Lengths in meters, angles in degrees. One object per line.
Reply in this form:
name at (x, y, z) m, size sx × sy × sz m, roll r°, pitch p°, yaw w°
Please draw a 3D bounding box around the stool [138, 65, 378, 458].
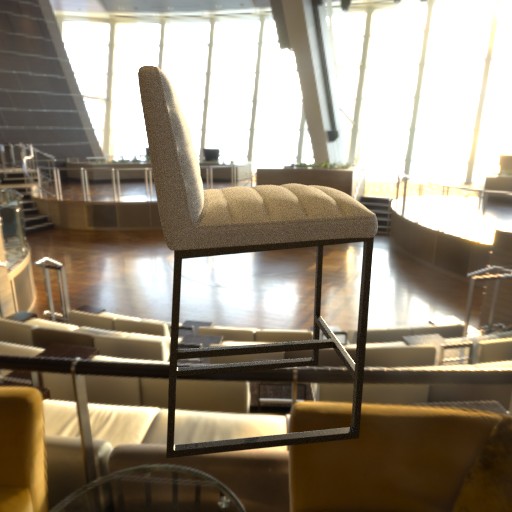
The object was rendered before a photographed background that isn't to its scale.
stool at (0.000, 0.000, 1.288) m, size 0.567 × 0.971 × 0.459 m, roll -2°, pitch 16°, yaw -8°
